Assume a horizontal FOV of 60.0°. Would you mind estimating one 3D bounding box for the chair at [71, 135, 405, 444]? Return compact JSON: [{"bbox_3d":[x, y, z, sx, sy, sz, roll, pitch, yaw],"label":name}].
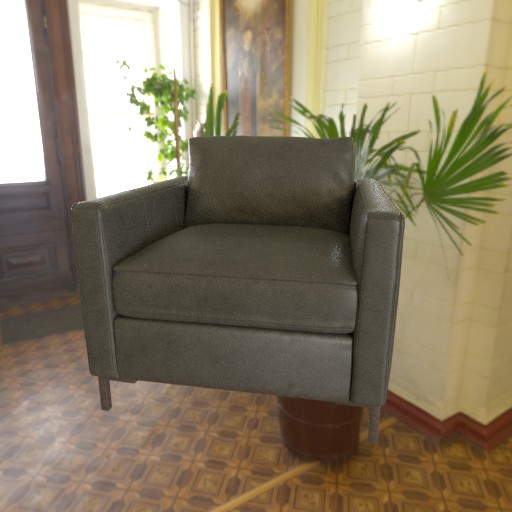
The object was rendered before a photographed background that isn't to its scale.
[{"bbox_3d":[0.000,0.000,1.505,0.967,0.824,0.861,3,16,10],"label":"chair"}]
